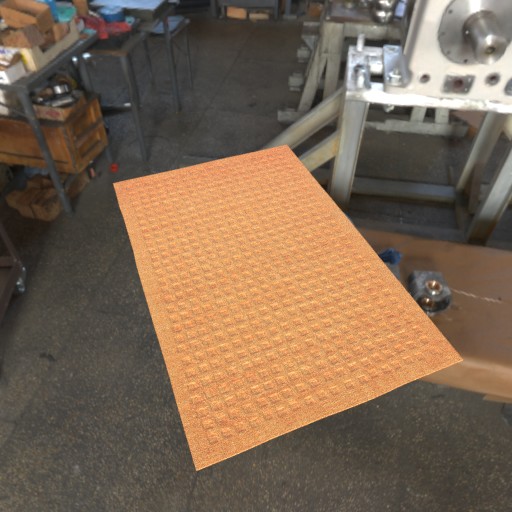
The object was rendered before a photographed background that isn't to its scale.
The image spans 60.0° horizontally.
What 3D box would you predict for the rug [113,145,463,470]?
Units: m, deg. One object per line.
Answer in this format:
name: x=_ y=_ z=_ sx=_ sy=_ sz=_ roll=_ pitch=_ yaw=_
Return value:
rug: x=0.000 y=0.000 z=2.234 sx=1.143 sy=0.006 sz=1.747 roll=-16 pitch=48 yaw=-15
